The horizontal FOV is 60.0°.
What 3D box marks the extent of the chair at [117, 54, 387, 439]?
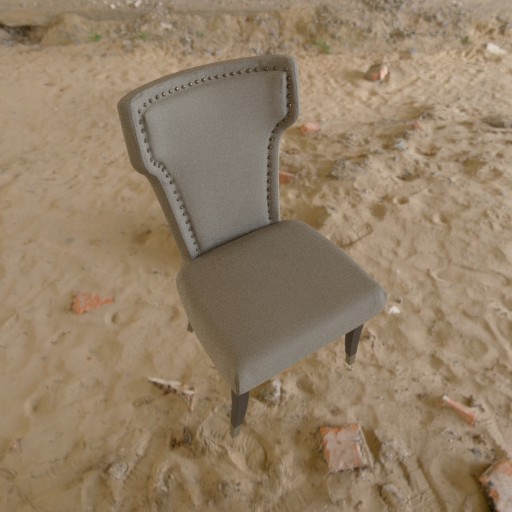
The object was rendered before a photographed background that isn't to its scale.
[{"bbox_3d":[0.000,0.000,1.333,0.526,0.955,0.630,-25,51,-22],"label":"chair"}]
